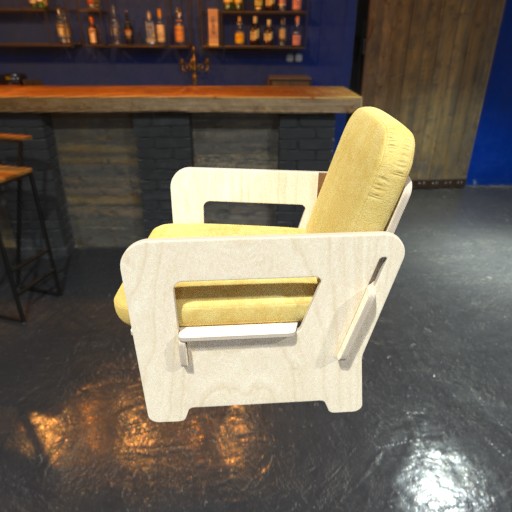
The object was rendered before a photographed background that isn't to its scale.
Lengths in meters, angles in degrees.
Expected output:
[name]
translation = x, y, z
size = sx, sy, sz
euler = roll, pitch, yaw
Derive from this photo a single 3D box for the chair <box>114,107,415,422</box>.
[chair]
translation = 0.000, 0.000, 1.288
size = 0.710, 0.800, 0.590
euler = 1, 27, 1
